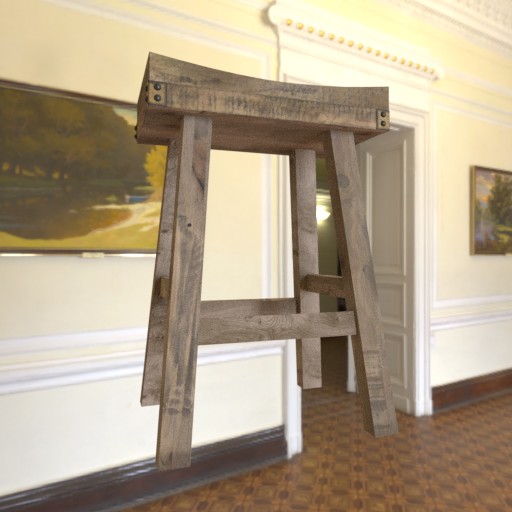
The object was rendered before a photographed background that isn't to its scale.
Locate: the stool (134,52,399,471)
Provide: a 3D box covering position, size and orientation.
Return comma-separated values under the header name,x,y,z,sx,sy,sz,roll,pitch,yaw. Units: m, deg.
name,x,y,z,sx,sy,sz,roll,pitch,yaw
stool,0.000,0.000,0.877,0.450,0.635,0.330,0,0,-19
